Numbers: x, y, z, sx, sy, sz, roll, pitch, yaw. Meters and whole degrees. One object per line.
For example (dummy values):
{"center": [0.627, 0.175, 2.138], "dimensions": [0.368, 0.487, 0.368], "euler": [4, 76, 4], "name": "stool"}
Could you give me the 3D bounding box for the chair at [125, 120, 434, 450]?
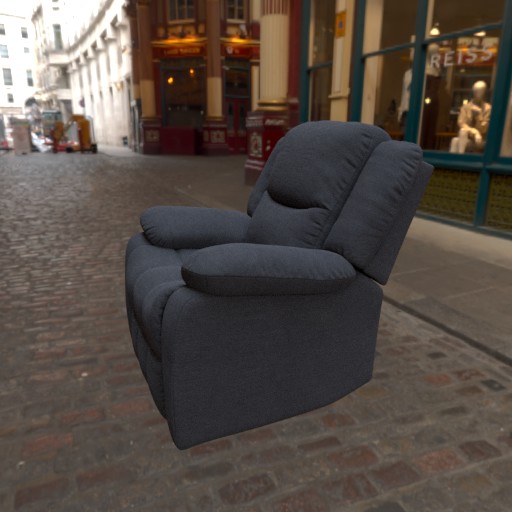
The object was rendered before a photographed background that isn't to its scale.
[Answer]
{"center": [0.000, 0.000, 1.723], "dimensions": [0.944, 1.008, 0.899], "euler": [-8, 18, -24], "name": "chair"}
